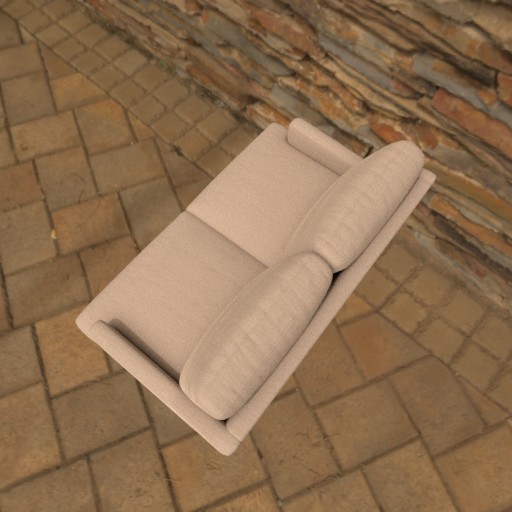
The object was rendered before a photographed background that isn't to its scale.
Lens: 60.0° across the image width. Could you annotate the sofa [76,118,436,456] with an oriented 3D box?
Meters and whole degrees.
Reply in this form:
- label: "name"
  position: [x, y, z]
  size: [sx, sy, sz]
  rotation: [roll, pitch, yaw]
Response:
- label: "sofa"
  position: [0.000, 0.000, 2.232]
  size: [1.004, 0.910, 1.619]
  rotation: [35, 69, 16]
